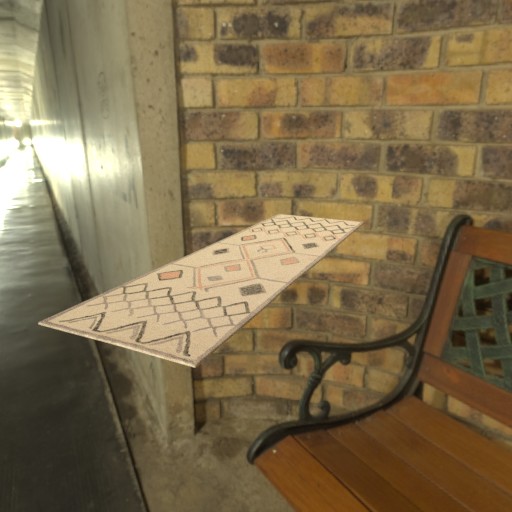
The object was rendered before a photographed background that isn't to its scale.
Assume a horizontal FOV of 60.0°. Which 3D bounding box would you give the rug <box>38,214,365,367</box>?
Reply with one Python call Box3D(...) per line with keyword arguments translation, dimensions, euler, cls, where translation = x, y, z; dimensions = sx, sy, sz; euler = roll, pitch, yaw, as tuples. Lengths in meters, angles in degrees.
Box3D(translation=(0.000, 0.000, 2.655), dimensions=(0.750, 0.011, 2.435), euler=(8, 19, 25), cls="rug")
